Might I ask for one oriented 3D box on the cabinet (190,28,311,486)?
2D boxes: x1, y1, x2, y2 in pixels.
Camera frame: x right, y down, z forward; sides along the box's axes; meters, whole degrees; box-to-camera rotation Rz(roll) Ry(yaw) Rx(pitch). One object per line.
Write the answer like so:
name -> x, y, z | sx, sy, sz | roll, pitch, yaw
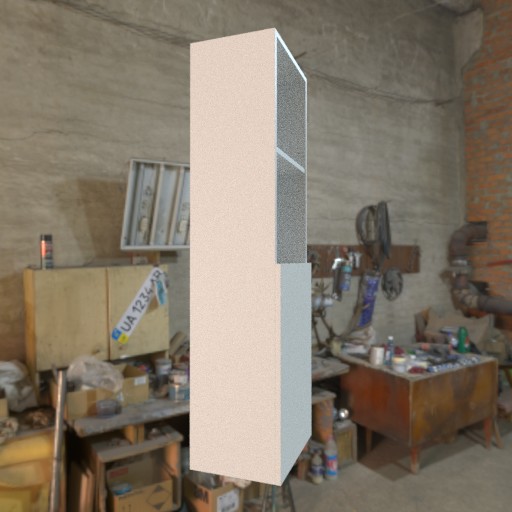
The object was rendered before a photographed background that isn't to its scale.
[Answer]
cabinet -> 0.000, 0.000, 1.542 | 0.300, 1.350, 0.400 | 0, 0, 20
